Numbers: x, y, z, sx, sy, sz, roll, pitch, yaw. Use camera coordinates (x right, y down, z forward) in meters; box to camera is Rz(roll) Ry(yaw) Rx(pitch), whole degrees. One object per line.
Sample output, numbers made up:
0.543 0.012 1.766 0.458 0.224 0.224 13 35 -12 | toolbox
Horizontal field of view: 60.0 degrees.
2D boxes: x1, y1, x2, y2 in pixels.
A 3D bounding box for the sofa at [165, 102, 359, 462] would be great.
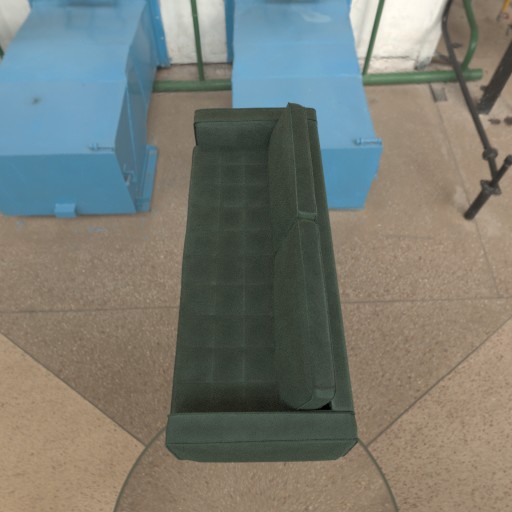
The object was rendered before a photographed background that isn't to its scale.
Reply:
0.000 0.000 2.661 0.886 0.781 2.214 -1 57 0 | sofa
